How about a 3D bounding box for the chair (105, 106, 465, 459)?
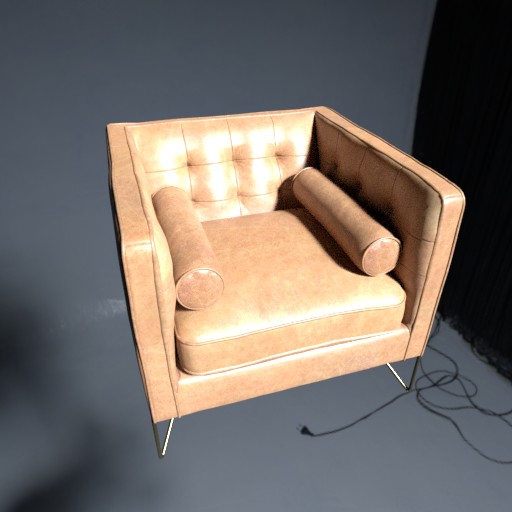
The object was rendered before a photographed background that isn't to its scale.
[{"bbox_3d":[0.000,0.000,1.604,0.920,0.797,0.912,-10,34,-15],"label":"chair"}]
